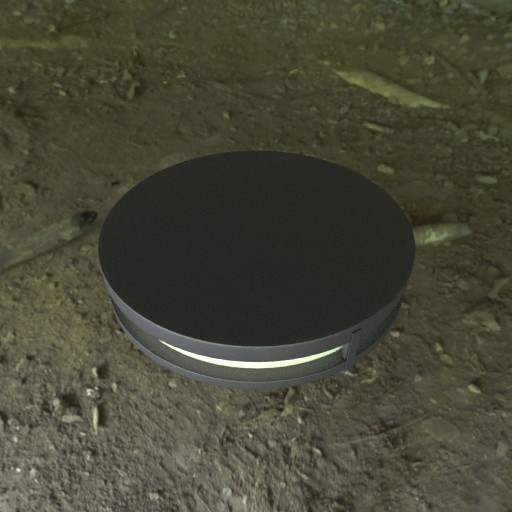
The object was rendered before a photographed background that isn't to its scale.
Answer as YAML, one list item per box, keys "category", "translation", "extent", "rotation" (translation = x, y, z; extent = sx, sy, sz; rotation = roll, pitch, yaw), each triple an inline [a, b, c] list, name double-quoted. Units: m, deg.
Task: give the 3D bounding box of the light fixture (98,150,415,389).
- category: "light fixture"
  translation: [0.000, 0.000, 0.544]
  extent: [0.356, 0.102, 0.356]
  rotation: [0, 41, 0]
